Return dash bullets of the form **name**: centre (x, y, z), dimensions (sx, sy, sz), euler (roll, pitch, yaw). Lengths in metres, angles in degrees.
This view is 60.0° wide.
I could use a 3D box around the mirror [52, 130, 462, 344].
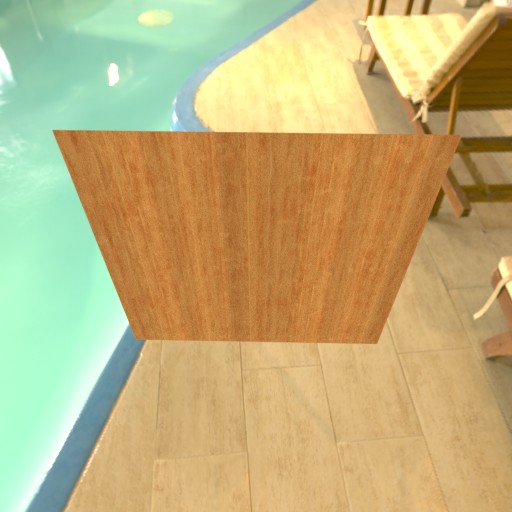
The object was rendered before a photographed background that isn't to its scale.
- **mirror**: centre (0.000, 0.000, 0.964), dimensions (0.651, 0.651, 0.047), euler (1, 49, 1)
